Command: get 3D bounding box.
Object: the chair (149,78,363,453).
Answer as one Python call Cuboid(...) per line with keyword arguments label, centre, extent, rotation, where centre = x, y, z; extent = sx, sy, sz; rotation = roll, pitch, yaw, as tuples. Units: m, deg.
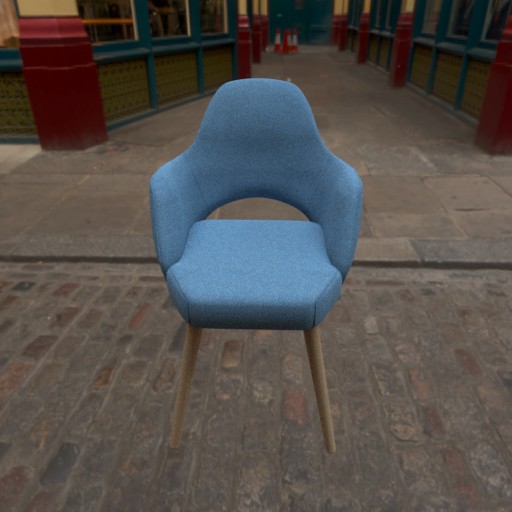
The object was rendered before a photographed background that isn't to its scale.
Cuboid(label="chair", centre=(0.000, 0.000, 1.334), extent=(0.589, 0.920, 0.666), rotation=(1, 29, 2))
